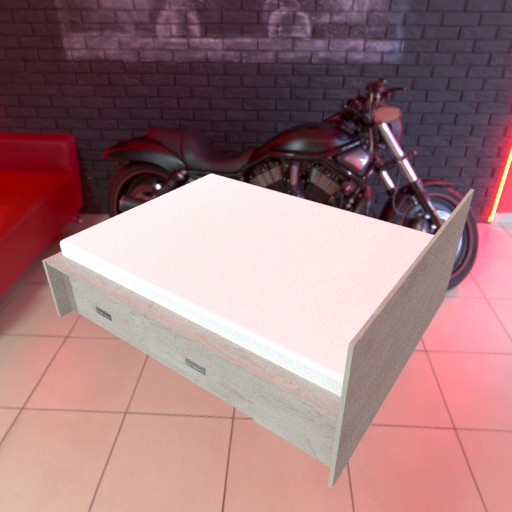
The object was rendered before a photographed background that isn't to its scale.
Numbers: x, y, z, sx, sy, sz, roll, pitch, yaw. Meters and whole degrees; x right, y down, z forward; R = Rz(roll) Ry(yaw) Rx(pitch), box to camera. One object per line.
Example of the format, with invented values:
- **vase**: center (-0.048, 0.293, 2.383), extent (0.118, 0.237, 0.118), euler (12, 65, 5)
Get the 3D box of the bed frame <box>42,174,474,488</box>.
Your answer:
- **bed frame**: center (0.000, 0.000, 2.712), extent (1.960, 0.800, 1.622), euler (21, 37, 30)
